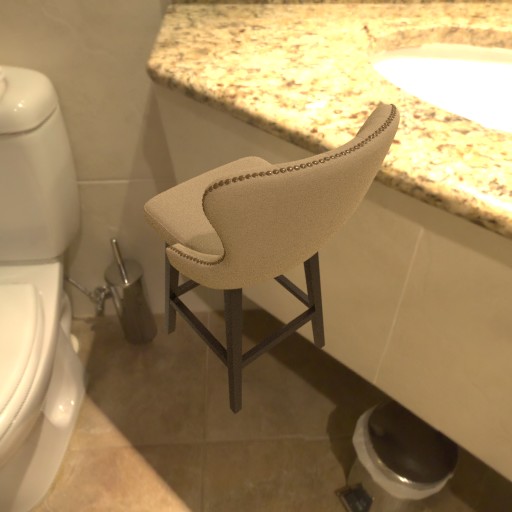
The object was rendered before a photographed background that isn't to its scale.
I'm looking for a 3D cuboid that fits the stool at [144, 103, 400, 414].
[{"bbox_3d":[0.000,0.000,1.311,0.528,0.971,0.593,-30,51,-27],"label":"stool"}]
